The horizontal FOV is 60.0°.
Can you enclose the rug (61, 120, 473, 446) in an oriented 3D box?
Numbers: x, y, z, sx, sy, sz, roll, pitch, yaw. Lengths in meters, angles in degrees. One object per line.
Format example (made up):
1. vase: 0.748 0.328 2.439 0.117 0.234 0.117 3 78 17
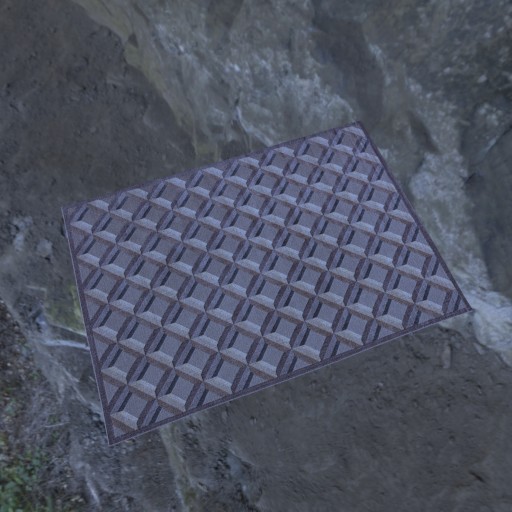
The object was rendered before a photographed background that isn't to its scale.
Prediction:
1. rug: 0.000 0.000 2.869 2.260 0.013 1.600 -18 66 -8
